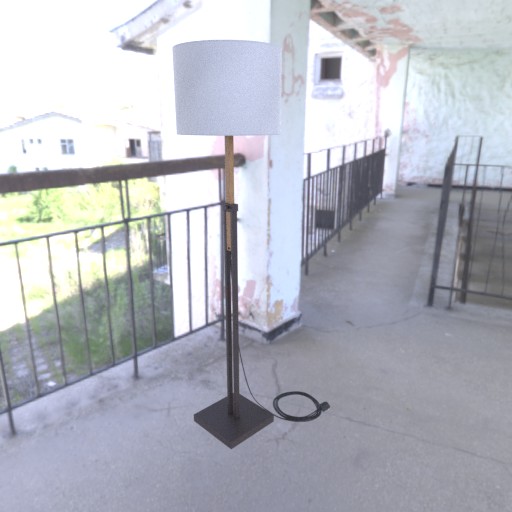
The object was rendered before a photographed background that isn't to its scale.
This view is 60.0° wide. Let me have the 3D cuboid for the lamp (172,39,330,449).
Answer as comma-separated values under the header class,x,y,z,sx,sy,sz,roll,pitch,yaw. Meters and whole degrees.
class,x,y,z,sx,sy,sz,roll,pitch,yaw
lamp,0.000,0.000,1.950,0.639,1.650,0.474,-16,23,-42
